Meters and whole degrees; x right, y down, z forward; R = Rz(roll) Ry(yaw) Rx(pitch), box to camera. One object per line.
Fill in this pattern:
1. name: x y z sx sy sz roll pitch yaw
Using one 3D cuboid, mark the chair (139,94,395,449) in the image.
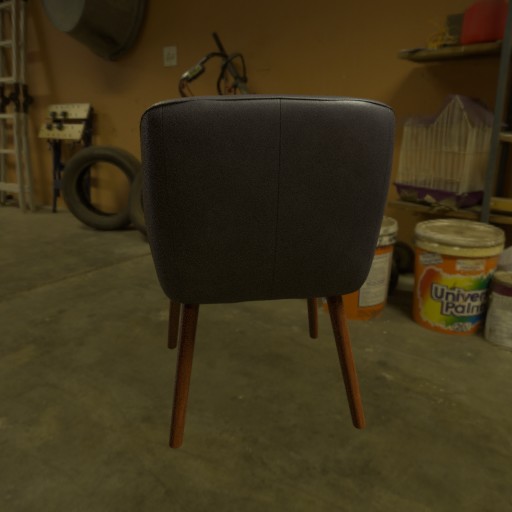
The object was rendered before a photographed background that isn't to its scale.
1. chair: 0.000 0.000 1.252 0.610 0.828 0.610 -3 17 -8
